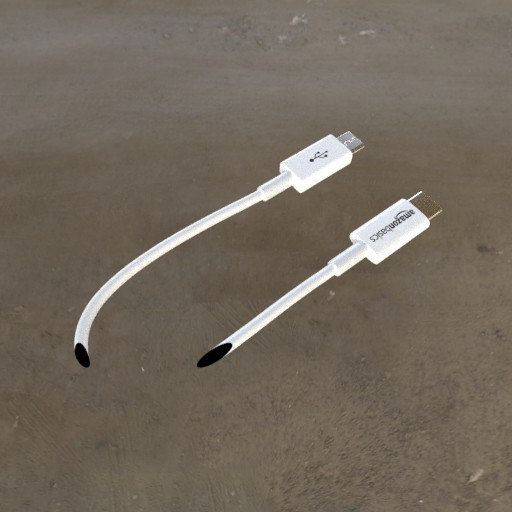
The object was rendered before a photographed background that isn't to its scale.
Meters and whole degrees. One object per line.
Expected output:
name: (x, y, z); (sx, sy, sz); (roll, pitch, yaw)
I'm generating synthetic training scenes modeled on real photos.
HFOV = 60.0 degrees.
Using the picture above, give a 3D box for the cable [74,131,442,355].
cable: (0.000, 0.000, 0.114); (0.098, 0.006, 0.040); (-33, 64, -18)
